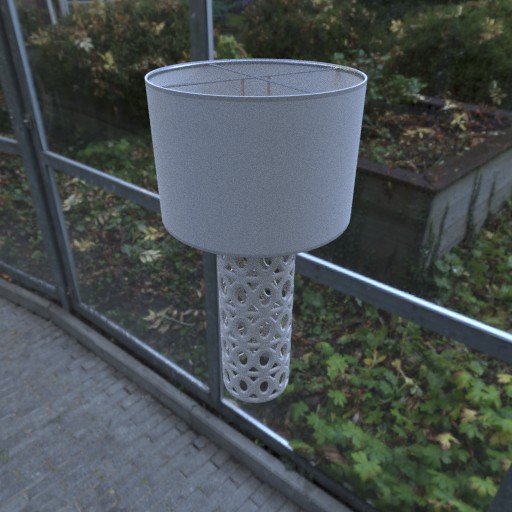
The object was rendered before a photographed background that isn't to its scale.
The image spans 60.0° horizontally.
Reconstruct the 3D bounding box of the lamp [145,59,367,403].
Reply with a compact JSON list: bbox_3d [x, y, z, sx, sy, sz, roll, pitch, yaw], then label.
[{"bbox_3d":[0.000,0.000,0.827,0.325,0.636,0.324,-18,35,-27],"label":"lamp"}]
